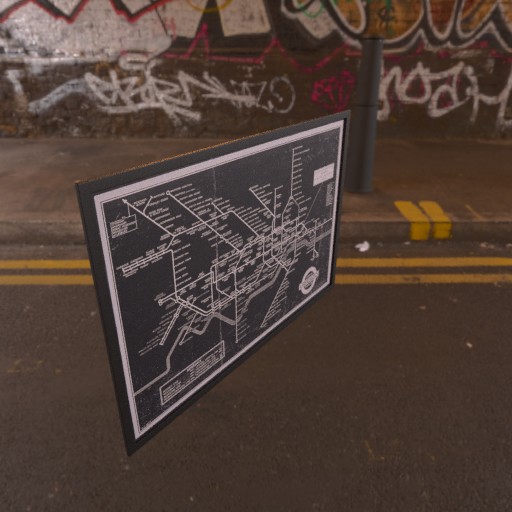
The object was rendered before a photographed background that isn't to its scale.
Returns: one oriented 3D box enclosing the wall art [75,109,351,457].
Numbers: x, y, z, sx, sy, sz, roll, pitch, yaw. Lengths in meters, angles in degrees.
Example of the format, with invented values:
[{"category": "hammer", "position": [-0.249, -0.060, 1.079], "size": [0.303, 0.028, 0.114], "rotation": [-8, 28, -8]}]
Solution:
[{"category": "wall art", "position": [0.000, 0.000, 1.505], "size": [0.013, 0.811, 1.192], "rotation": [20, 33, 33]}]
